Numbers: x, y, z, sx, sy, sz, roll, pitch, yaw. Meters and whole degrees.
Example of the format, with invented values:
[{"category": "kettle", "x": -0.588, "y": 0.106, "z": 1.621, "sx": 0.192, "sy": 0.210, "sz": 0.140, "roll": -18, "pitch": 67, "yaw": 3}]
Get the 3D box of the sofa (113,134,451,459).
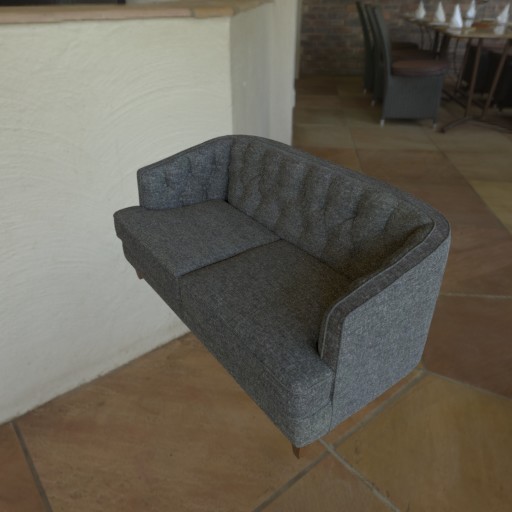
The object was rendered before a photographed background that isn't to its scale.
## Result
[{"category": "sofa", "x": 0.000, "y": 0.000, "z": 2.299, "sx": 0.941, "sy": 0.855, "sz": 1.733, "roll": -20, "pitch": 37, "yaw": -30}]
